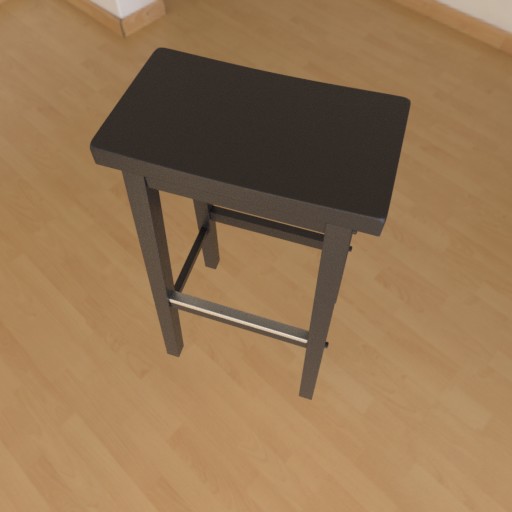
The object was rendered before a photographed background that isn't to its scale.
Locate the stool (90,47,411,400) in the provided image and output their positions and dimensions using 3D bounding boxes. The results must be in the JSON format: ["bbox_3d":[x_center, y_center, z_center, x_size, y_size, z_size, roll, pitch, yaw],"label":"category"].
[{"bbox_3d":[0.000,0.000,0.940,0.406,0.742,0.322,15,60,9],"label":"stool"}]
